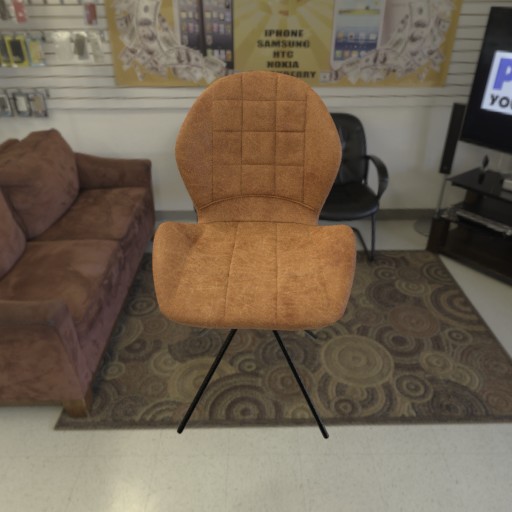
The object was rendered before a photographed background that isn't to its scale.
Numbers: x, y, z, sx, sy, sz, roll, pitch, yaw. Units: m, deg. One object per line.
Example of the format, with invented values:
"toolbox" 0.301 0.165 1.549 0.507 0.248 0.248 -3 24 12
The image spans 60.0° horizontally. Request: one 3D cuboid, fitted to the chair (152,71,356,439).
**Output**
"chair" 0.000 0.000 1.299 0.527 0.929 0.640 1 31 2
